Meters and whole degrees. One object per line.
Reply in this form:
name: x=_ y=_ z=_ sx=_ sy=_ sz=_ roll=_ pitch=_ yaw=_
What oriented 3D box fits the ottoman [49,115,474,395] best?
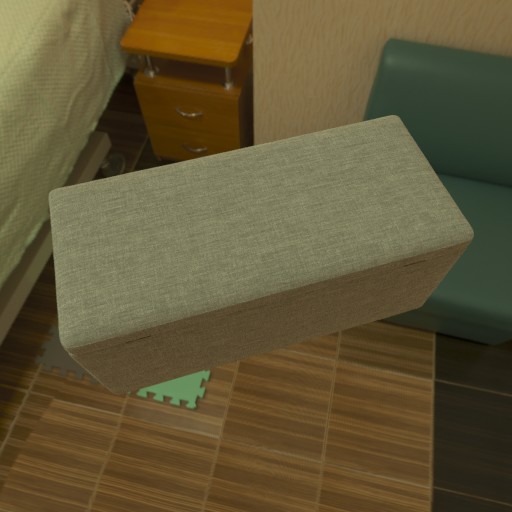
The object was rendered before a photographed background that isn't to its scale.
ottoman: x=0.000 y=0.000 z=1.147 sx=0.902 sy=0.432 sz=0.419 roll=-14 pitch=61 yaw=-8
